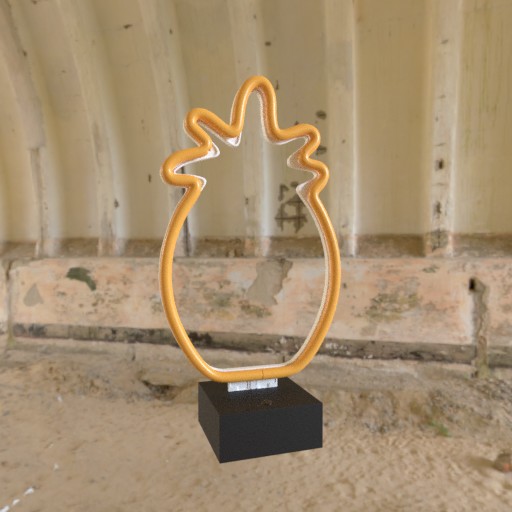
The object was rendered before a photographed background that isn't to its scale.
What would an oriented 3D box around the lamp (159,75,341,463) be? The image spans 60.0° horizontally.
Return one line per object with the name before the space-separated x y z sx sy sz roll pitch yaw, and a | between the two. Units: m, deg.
lamp | 0.000 0.000 0.393 0.167 0.317 0.088 0 1 -18
